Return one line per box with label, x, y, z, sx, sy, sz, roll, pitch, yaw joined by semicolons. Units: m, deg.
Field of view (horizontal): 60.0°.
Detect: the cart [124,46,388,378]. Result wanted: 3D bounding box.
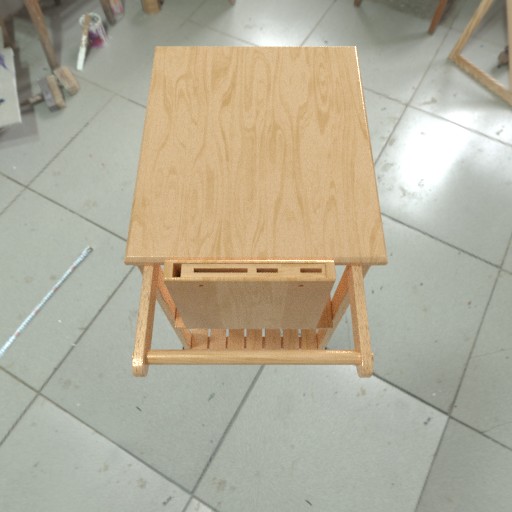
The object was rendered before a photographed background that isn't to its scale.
cart;0.000;0.000;1.316;0.520;0.816;0.843;0;64;0
